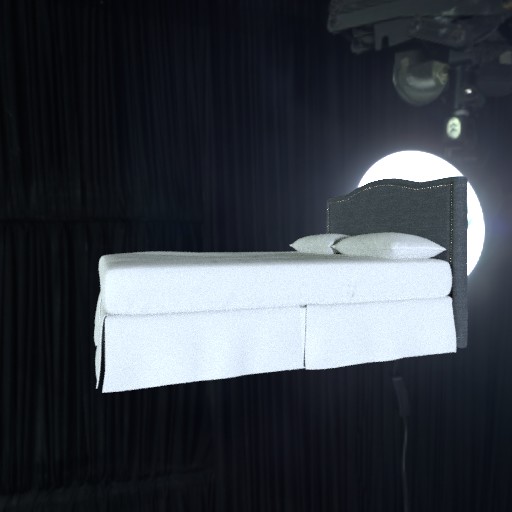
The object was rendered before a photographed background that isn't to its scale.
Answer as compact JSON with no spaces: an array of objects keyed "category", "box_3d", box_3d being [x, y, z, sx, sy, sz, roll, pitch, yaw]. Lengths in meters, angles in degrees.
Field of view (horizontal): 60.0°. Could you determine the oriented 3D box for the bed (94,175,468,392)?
[{"category":"bed","box_3d":[0.000,0.000,3.890,2.689,1.457,2.161,-1,2,-20]}]
